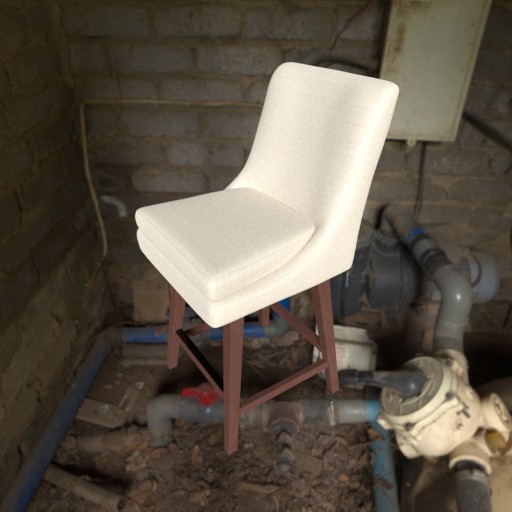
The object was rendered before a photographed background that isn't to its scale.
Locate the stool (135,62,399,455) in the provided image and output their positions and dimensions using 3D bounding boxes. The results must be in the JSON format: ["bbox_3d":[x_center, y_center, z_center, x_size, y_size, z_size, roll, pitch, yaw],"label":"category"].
[{"bbox_3d":[0.000,0.000,1.318,0.559,0.991,0.483,-19,36,-29],"label":"stool"}]
